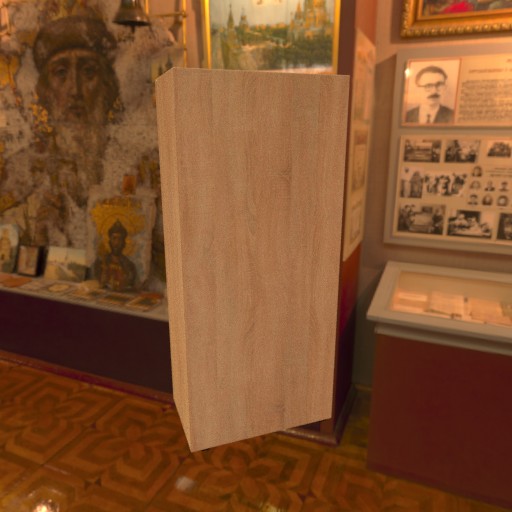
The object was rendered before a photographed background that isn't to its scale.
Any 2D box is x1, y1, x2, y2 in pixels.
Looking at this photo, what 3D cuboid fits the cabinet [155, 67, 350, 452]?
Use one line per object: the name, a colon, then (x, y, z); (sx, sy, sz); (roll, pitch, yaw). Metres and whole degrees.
cabinet: (0.000, 0.000, 2.859); (1.094, 2.120, 1.327); (7, 18, 24)
